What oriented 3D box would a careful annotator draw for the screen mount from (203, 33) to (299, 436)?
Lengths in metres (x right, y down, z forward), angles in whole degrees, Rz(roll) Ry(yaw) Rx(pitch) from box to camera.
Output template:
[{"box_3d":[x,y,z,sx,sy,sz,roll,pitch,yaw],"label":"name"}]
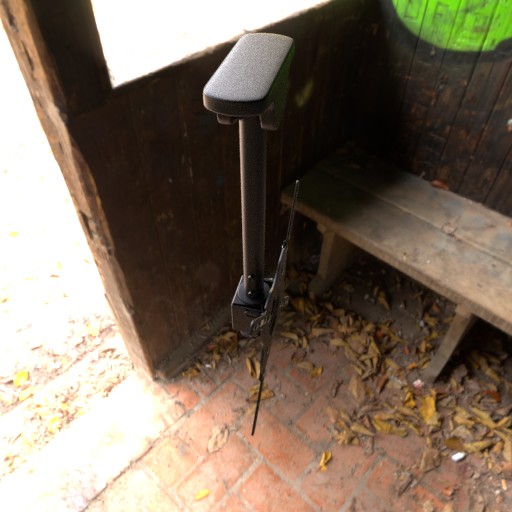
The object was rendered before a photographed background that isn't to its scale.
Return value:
[{"box_3d":[0.000,0.000,0.841,0.090,0.729,0.393,11,47,10],"label":"screen mount"}]
